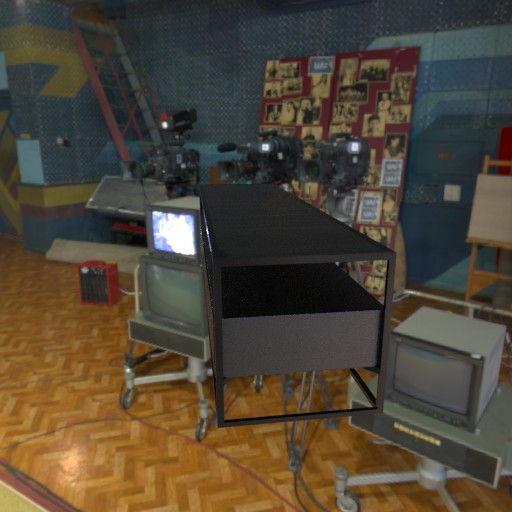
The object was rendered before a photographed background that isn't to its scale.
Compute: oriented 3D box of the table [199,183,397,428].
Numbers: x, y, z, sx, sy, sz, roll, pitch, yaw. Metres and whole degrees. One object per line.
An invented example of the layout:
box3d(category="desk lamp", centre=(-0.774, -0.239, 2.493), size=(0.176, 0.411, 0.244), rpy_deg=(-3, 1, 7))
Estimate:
box3d(category="table", centre=(0.000, 0.000, 1.686), size=(0.399, 0.395, 1.486), rpy_deg=(-2, 15, -8))
